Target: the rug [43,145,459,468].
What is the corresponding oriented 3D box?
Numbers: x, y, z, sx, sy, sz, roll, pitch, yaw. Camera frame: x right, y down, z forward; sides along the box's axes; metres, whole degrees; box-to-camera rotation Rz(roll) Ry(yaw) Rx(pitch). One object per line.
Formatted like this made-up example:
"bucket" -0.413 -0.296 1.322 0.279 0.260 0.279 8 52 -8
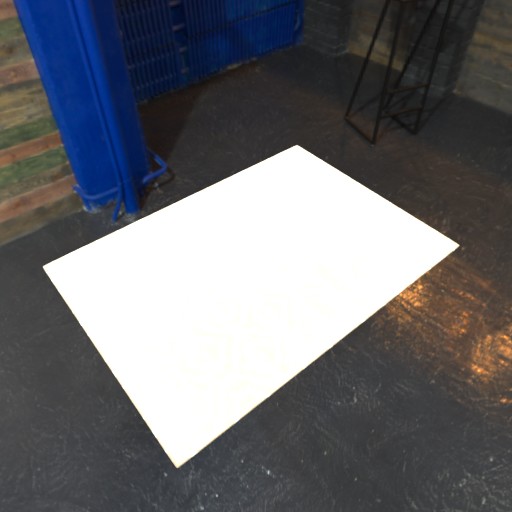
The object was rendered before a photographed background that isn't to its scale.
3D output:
"rug" 0.000 0.000 2.777 2.134 0.010 1.524 -31 53 -26
